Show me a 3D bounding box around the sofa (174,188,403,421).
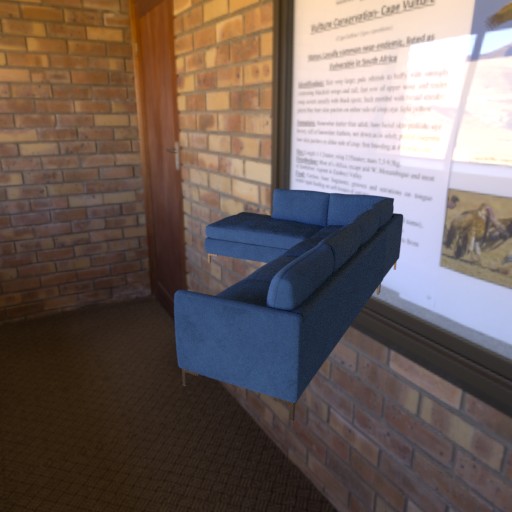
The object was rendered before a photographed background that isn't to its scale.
[{"bbox_3d":[0.000,0.000,3.942,2.007,0.815,2.949,9,19,26],"label":"sofa"}]
